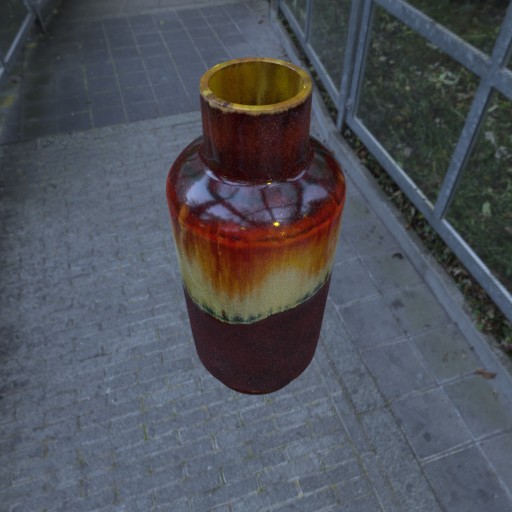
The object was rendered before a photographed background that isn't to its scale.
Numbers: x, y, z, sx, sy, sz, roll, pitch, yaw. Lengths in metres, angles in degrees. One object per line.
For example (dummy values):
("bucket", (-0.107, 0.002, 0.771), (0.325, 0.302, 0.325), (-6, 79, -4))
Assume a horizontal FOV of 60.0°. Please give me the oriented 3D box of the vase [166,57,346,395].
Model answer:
("vase", (0.000, 0.000, 0.320), (0.111, 0.261, 0.111), (0, 47, 0))
